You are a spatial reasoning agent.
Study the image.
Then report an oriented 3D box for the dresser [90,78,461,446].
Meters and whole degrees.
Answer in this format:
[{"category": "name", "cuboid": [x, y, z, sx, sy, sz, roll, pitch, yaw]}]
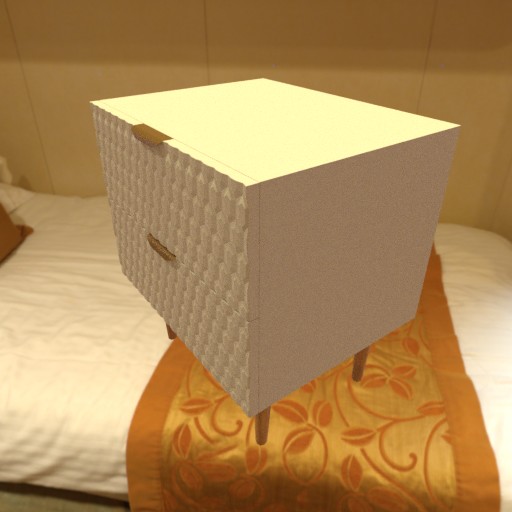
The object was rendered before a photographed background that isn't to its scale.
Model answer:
[{"category": "dresser", "cuboid": [0.000, 0.000, 0.898, 0.414, 0.568, 0.503, -21, 37, -30]}]
